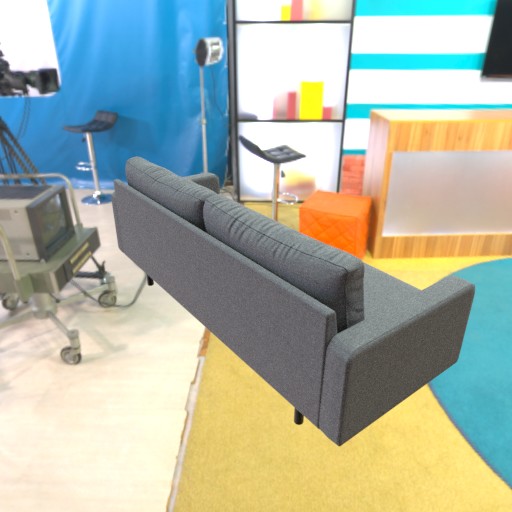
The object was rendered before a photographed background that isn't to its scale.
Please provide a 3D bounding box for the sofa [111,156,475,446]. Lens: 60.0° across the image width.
[{"bbox_3d":[0.000,0.000,2.601,0.880,0.880,2.200,-19,32,-33],"label":"sofa"}]
